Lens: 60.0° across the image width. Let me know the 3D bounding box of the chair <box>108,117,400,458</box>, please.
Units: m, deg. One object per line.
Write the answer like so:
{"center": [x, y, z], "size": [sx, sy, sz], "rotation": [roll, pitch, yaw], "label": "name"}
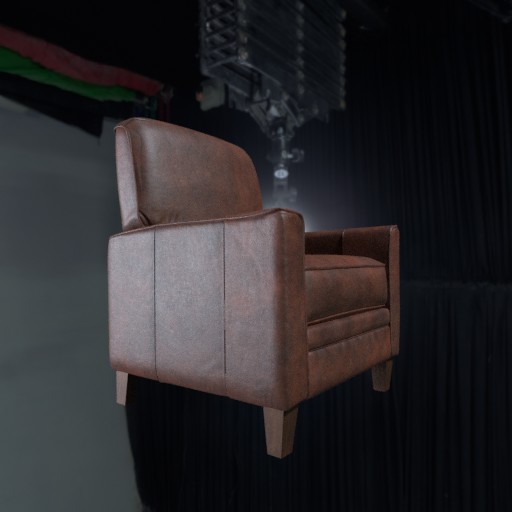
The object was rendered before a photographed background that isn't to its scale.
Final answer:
{"center": [0.000, 0.000, 1.648], "size": [0.836, 1.043, 0.843], "rotation": [0, 0, 37], "label": "chair"}
